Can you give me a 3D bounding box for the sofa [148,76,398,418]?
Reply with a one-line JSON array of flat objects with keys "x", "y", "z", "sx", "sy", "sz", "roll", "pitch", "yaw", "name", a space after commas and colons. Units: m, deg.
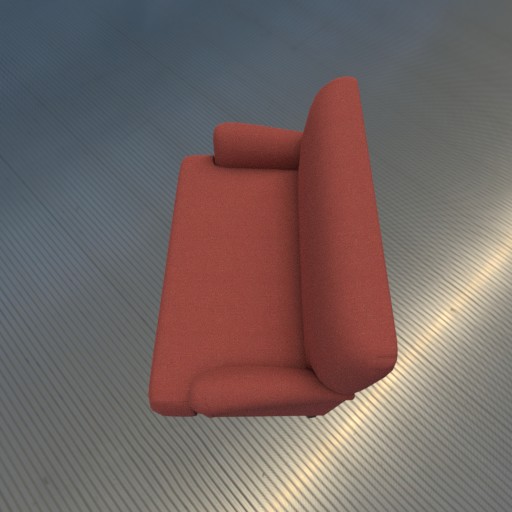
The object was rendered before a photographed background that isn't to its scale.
[{"x": 0.000, "y": 0.000, "z": 1.823, "sx": 0.779, "sy": 0.889, "sz": 1.297, "roll": 1, "pitch": 59, "yaw": 1, "name": "sofa"}]
